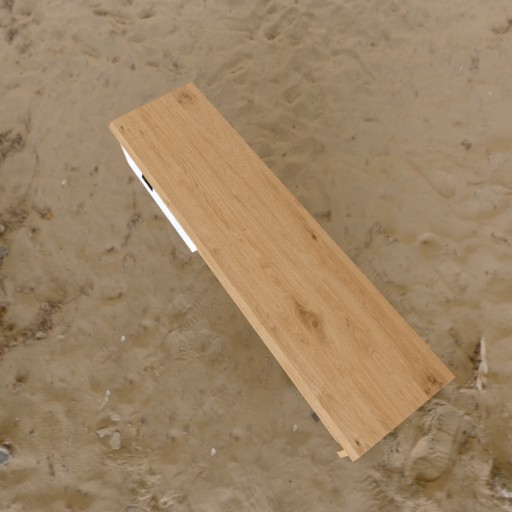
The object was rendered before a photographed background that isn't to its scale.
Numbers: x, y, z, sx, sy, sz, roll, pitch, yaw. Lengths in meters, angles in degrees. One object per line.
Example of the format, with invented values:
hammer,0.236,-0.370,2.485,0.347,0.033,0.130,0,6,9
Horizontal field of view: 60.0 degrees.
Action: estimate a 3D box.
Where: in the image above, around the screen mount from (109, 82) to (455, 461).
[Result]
screen mount,0.000,0.000,1.943,0.450,0.430,1.700,-32,68,-15
